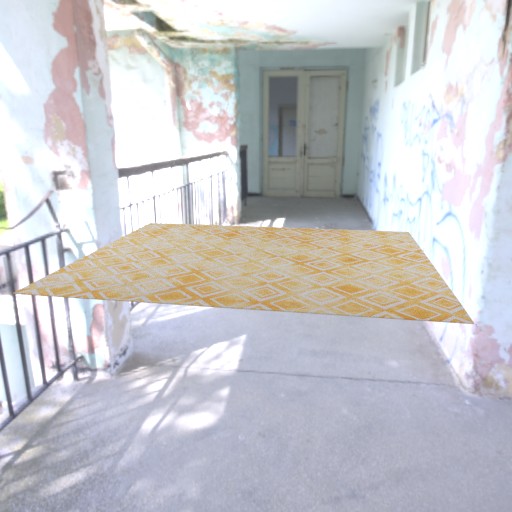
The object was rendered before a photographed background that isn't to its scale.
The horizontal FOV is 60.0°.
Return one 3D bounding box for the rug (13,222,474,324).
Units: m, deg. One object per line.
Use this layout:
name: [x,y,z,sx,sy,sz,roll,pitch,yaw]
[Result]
rug: [0.000,0.000,4.009,3.037,0.011,2.433,3,16,9]
